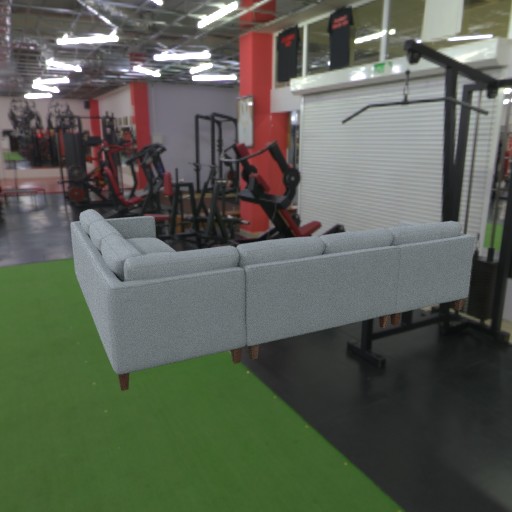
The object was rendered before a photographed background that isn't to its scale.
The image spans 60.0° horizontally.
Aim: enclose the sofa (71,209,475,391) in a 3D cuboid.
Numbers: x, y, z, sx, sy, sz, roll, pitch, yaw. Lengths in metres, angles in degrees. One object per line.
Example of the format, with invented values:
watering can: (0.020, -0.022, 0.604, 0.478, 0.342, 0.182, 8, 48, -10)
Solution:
sofa: (0.000, 0.000, 4.452, 3.238, 0.853, 2.551, -7, 16, -26)
